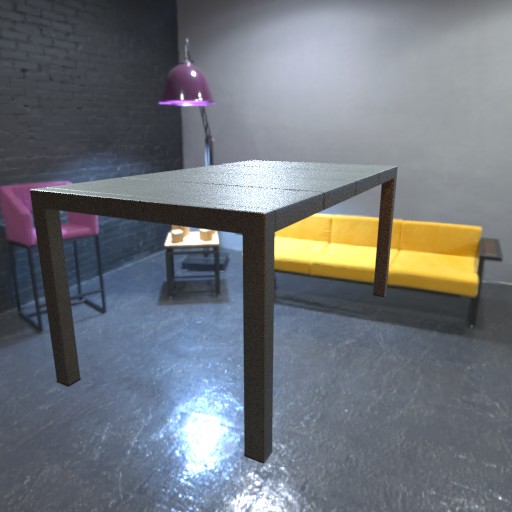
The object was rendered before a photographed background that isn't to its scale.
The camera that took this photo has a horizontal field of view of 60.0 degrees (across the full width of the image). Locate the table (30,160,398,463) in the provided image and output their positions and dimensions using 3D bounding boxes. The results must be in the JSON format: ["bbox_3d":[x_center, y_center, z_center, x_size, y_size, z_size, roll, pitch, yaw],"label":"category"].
[{"bbox_3d":[0.000,0.000,1.271,0.559,0.460,0.965,9,18,27],"label":"table"}]
